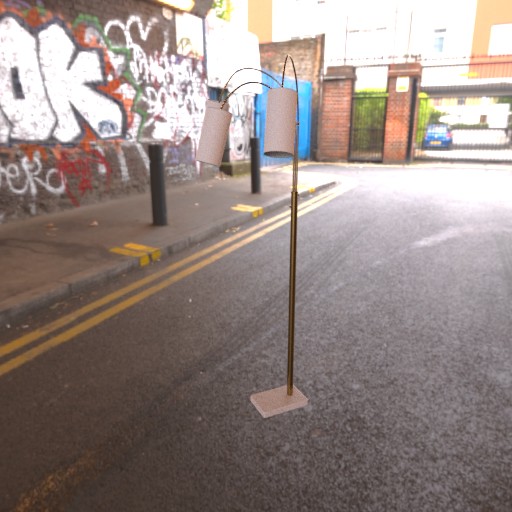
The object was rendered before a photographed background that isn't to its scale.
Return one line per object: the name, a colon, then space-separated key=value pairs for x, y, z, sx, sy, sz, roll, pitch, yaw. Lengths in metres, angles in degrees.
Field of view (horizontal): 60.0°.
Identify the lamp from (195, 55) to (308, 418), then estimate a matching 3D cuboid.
lamp: x=0.000 y=0.000 z=2.531 sx=0.667 sy=2.055 sz=1.020 roll=-8 pitch=18 yaw=-25
